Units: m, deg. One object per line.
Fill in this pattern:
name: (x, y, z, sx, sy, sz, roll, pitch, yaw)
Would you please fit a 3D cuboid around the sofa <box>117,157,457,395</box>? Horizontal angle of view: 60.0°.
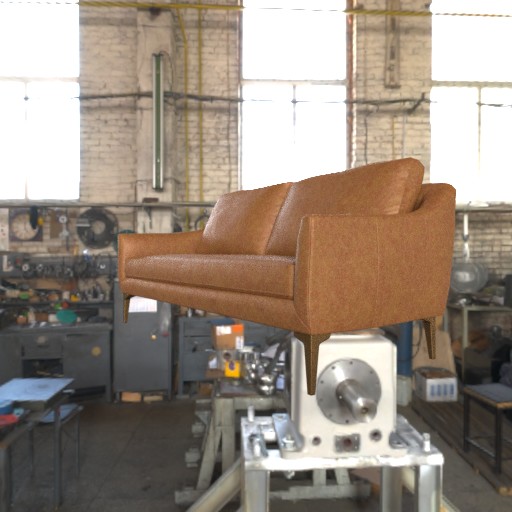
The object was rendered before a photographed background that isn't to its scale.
sofa: (0.000, 0.000, 2.573, 0.981, 0.945, 2.036, 0, 1, -35)
